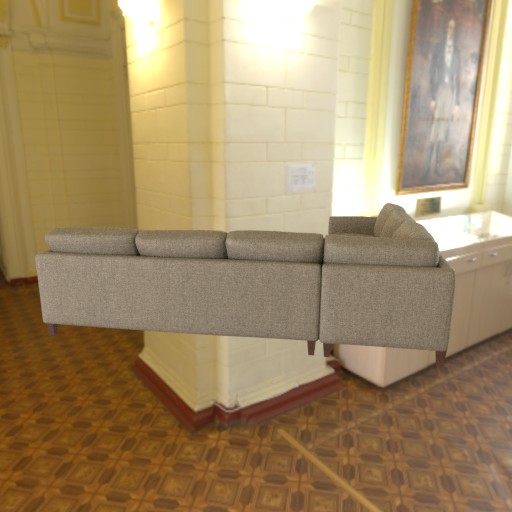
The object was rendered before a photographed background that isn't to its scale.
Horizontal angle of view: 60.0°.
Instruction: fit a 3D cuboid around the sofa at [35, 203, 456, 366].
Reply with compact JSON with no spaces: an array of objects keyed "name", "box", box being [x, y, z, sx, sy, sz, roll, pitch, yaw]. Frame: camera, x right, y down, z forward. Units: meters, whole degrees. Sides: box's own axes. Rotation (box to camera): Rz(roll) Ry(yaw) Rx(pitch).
[{"name":"sofa","box":[0.000,0.000,4.608,3.302,0.947,2.593,2,14,10]}]
